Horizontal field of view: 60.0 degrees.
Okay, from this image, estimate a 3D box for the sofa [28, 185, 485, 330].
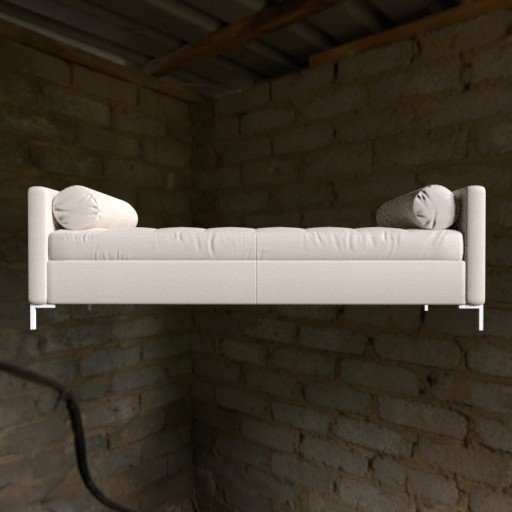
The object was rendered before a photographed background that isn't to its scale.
[{"bbox_3d":[0.000,0.000,2.248,1.981,0.635,0.686,0,1,1],"label":"sofa"}]
